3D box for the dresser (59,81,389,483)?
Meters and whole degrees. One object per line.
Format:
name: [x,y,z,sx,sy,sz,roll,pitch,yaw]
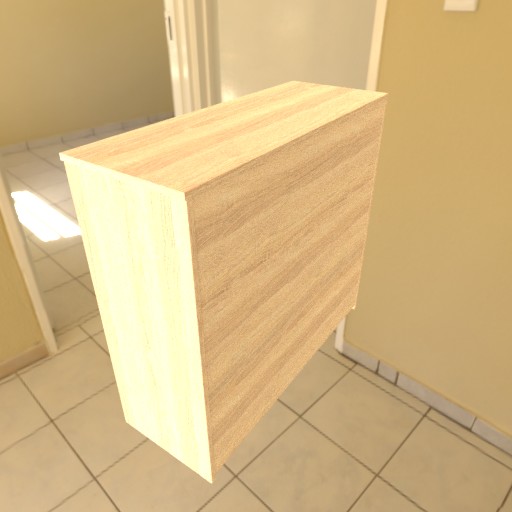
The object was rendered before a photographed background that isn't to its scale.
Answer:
dresser: [0.000,0.000,1.452,0.380,0.900,0.980,20,37,29]
